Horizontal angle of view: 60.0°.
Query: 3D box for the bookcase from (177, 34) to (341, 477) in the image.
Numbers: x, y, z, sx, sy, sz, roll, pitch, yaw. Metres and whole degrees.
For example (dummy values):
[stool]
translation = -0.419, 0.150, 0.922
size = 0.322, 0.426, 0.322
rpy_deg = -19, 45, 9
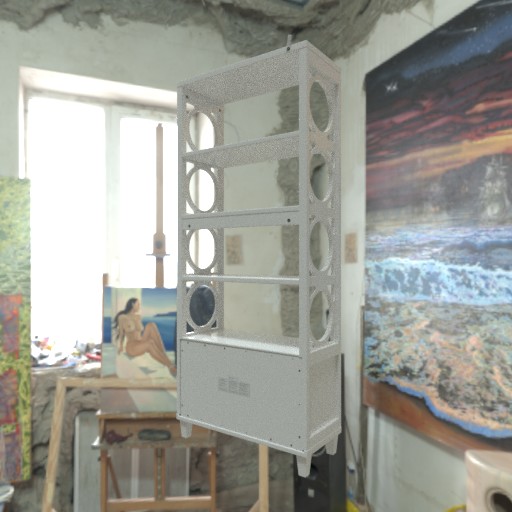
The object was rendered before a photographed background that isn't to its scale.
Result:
[bookcase]
translation = 0.000, 0.000, 2.191
size = 0.761, 1.869, 0.361
rpy_deg = 0, 0, 36
